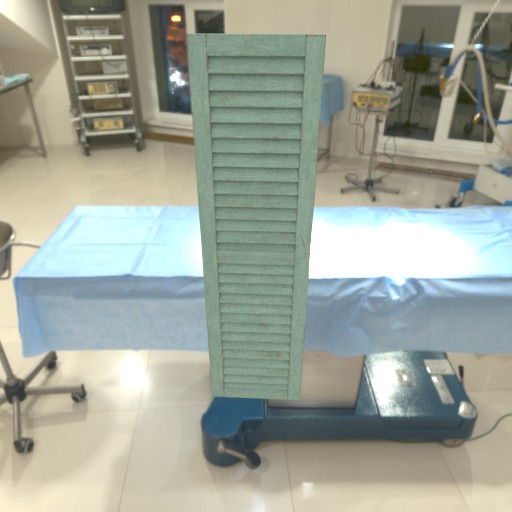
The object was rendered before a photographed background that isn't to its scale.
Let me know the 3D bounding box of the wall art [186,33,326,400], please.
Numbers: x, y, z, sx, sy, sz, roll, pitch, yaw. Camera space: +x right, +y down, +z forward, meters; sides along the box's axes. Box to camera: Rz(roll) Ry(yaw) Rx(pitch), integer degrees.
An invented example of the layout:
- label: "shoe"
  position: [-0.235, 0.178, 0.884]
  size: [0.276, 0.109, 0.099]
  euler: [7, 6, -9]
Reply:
- label: "wall art"
  position: [0.000, 0.000, 1.359]
  size: [0.329, 1.219, 0.025]
  euler: [2, 30, 3]
